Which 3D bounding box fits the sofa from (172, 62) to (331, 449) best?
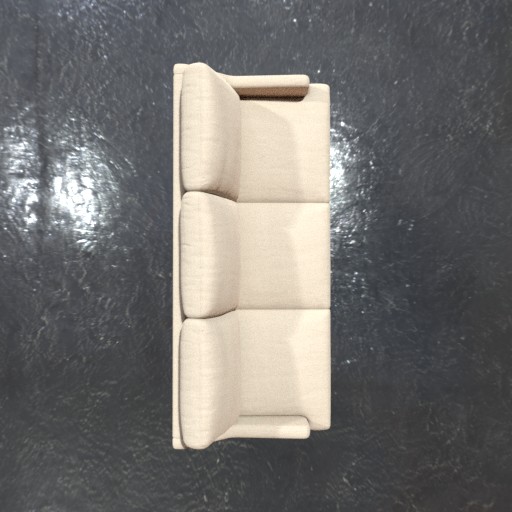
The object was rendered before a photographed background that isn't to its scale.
[{"bbox_3d":[0.000,0.000,2.889,1.000,0.913,2.321,0,89,-1],"label":"sofa"}]
